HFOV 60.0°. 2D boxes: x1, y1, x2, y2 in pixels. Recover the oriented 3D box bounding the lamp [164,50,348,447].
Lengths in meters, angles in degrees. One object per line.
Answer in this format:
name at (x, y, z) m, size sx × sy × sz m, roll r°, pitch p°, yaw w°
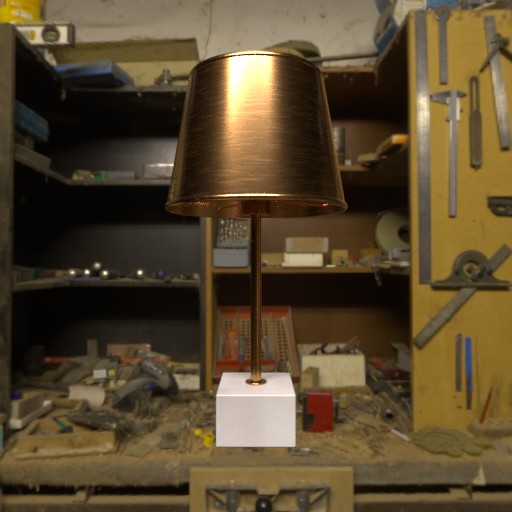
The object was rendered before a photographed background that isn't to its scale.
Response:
lamp at (0.000, 0.000, 0.515) m, size 0.208 × 0.406 × 0.208 m, roll 0°, pitch 0°, yaw 0°
